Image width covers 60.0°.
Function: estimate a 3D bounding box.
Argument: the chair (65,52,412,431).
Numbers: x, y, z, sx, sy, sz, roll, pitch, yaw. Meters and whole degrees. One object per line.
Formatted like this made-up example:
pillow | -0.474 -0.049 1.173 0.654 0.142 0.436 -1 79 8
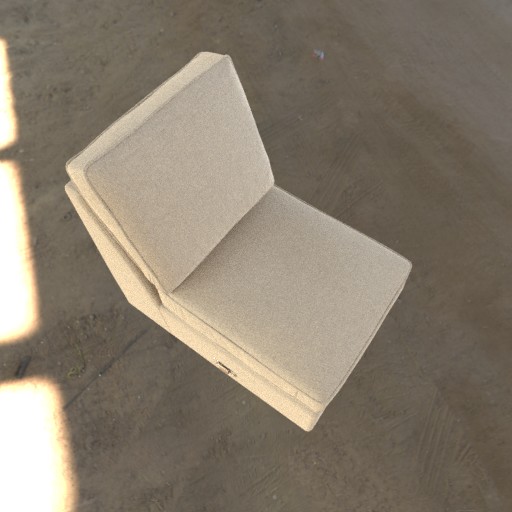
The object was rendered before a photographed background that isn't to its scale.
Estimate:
chair | 0.000 0.000 1.532 0.938 0.970 0.621 32 63 18
